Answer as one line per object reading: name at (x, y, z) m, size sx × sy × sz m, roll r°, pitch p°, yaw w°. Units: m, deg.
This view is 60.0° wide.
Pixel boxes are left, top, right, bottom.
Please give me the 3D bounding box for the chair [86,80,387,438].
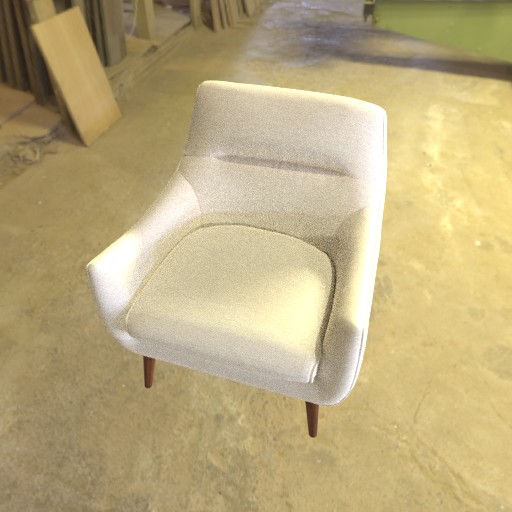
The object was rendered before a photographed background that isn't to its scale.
chair at (0.000, 0.000, 1.442) m, size 0.762 × 0.838 × 0.787 m, roll 12°, pitch 44°, yaw 13°
